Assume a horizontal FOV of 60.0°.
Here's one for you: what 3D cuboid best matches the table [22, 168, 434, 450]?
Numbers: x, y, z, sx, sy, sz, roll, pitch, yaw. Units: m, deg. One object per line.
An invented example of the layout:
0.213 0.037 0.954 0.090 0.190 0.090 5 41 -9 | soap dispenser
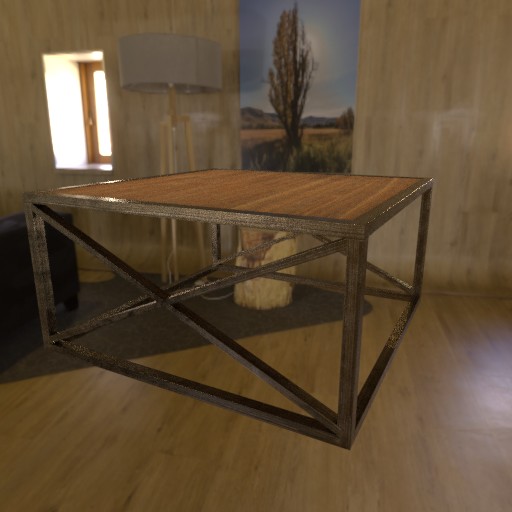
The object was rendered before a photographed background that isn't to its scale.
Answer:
0.000 0.000 1.398 0.899 0.451 0.909 8 18 27 | table
